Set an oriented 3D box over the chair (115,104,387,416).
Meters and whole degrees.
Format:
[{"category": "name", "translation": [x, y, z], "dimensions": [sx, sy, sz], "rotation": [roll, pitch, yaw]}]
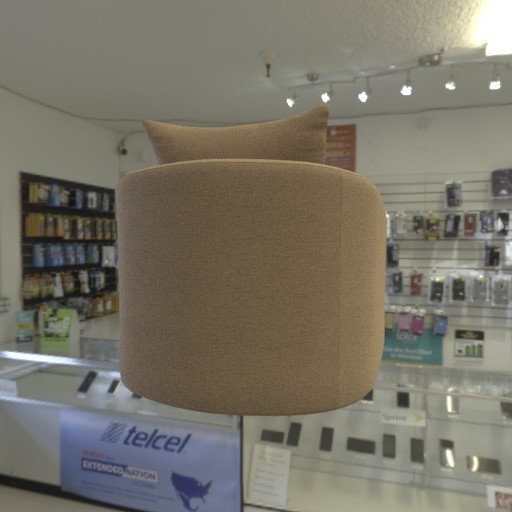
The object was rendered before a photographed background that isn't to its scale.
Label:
[{"category": "chair", "translation": [0.000, 0.000, 1.544], "dimensions": [0.845, 0.848, 0.910], "rotation": [1, 2, 19]}]
